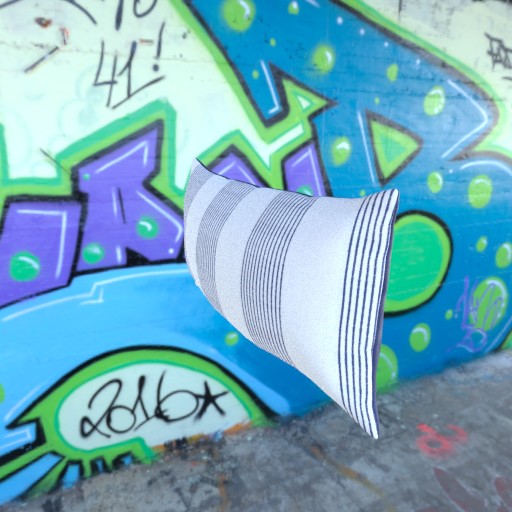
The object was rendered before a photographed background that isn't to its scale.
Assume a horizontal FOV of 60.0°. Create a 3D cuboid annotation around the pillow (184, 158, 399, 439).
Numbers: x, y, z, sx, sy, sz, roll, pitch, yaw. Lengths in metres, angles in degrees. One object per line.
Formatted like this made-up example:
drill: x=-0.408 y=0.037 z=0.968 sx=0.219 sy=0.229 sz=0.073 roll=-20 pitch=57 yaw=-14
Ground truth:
pillow: x=0.000 y=0.000 z=0.723 sx=0.151 sy=0.287 sz=0.610 roll=-7 pitch=17 yaw=-26
